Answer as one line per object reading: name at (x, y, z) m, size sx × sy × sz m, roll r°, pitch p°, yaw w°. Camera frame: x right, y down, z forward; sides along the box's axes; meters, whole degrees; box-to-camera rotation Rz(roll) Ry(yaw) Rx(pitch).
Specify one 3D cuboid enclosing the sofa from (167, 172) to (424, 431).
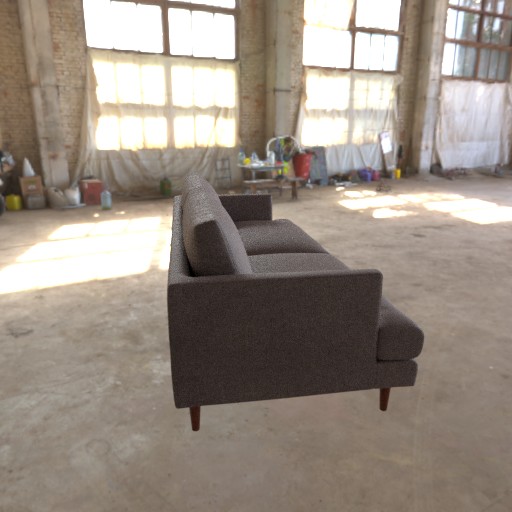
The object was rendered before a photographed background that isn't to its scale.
sofa at (0.000, 0.000, 2.761) m, size 1.020 × 0.868 × 2.250 m, roll -3°, pitch 16°, yaw -9°
